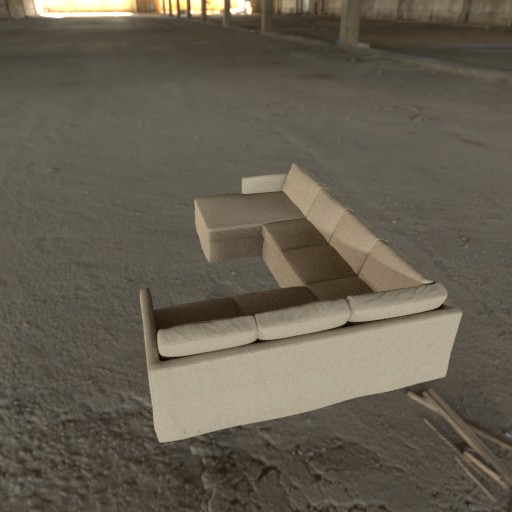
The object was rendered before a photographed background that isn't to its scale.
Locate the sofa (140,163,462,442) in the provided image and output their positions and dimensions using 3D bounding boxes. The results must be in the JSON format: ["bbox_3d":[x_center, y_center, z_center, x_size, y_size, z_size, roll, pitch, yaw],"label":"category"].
[{"bbox_3d":[0.000,0.000,4.738,2.476,0.878,3.528,-8,31,-14],"label":"sofa"}]
